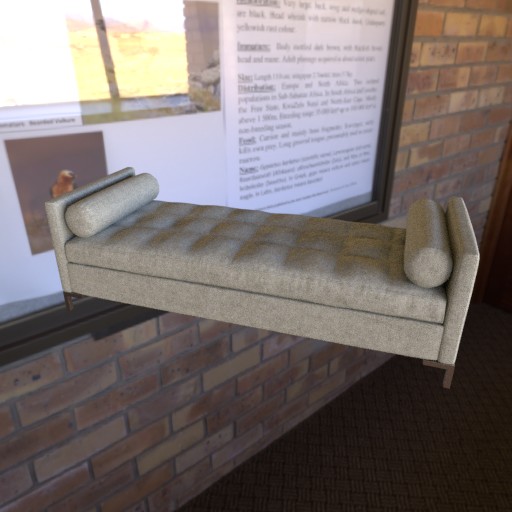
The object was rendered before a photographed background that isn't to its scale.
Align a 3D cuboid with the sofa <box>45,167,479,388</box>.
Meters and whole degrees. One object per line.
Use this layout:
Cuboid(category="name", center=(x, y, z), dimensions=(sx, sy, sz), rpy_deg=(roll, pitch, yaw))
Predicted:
Cuboid(category="sofa", center=(0.000, 0.000, 2.464), dimensions=(2.102, 0.657, 0.797), rpy_deg=(8, 27, 16))
